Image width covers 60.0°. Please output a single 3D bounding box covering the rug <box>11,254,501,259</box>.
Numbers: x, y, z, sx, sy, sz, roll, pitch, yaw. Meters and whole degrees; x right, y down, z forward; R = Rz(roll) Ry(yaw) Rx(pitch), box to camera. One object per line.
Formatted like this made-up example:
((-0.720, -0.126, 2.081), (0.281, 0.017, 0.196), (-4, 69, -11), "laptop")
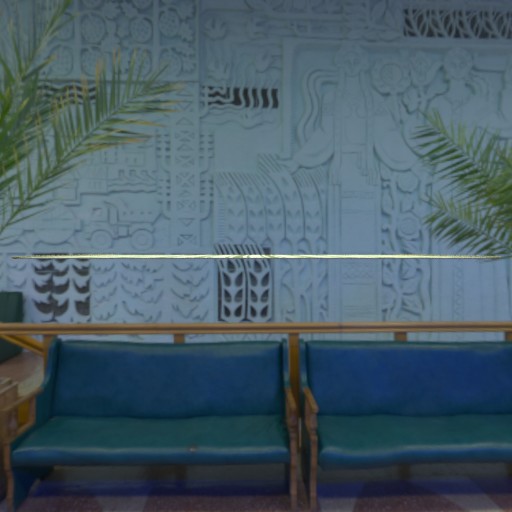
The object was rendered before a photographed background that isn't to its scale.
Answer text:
((0.000, 0.000, 2.939), (2.435, 0.018, 1.540), (0, 1, 0), "rug")
